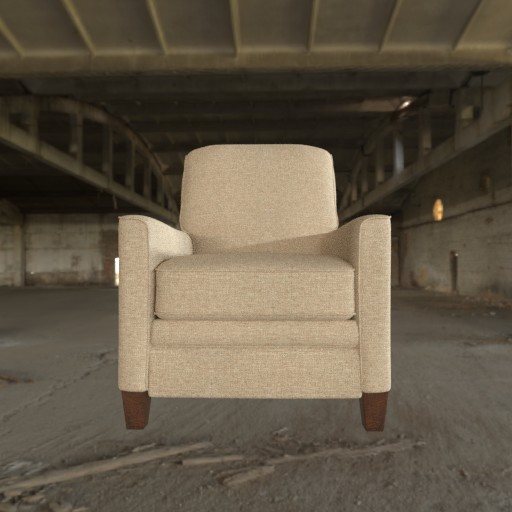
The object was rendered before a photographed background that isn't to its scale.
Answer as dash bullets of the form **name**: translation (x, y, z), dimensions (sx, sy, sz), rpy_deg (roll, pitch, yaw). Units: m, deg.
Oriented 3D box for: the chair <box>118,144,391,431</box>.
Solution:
- **chair**: translation (0.000, 0.000, 1.672), dimensions (0.841, 1.028, 0.858), rpy_deg (0, -1, 1)
